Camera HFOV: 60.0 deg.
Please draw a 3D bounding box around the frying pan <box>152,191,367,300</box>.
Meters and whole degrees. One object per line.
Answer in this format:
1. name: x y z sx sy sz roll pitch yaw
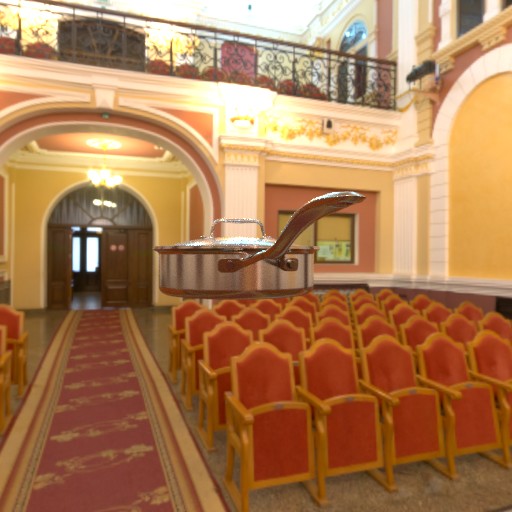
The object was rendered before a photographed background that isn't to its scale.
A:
1. frying pan: 0.000 0.000 0.576 0.245 0.111 0.492 0 0 -19
